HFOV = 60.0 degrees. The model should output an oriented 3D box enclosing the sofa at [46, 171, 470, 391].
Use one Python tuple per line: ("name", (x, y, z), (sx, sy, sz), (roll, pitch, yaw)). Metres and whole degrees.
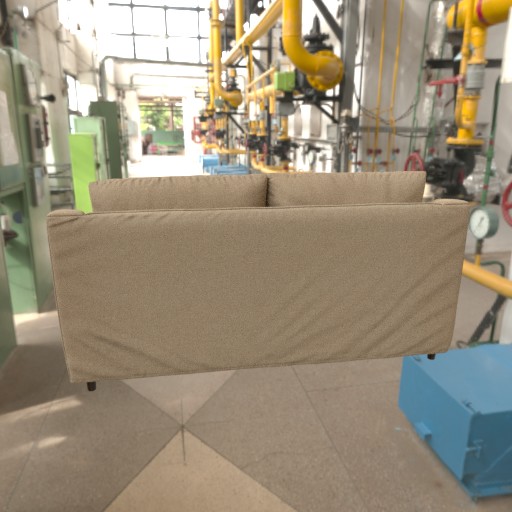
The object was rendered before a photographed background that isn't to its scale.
("sofa", (0.000, 0.000, 2.613), (2.010, 1.018, 1.072), (-3, 16, -10))
